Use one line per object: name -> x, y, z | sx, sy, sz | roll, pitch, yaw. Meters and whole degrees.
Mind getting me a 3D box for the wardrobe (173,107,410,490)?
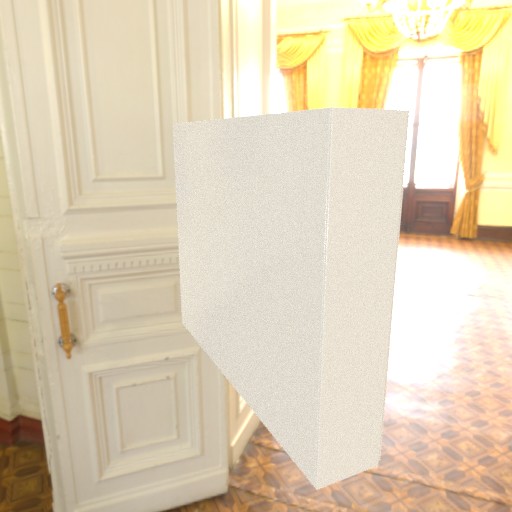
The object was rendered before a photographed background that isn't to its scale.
wardrobe -> 0.000, 0.000, 3.999 | 0.580, 2.360, 3.000 | -7, 16, -25
